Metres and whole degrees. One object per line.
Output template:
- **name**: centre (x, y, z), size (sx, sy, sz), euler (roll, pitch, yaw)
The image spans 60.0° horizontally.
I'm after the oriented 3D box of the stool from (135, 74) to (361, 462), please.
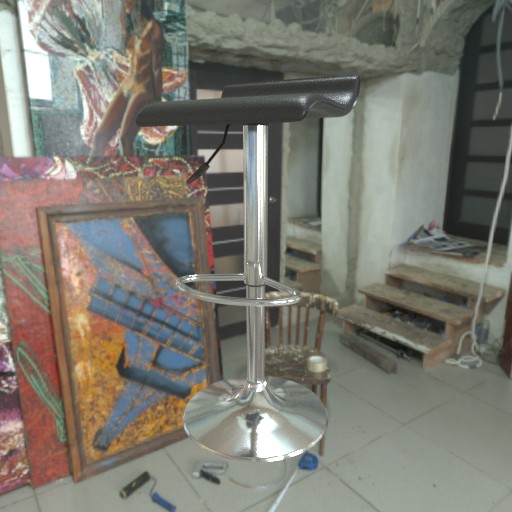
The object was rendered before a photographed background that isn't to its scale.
- **stool**: centre (0.000, 0.000, 1.070), size (0.381, 0.851, 0.381), euler (7, 15, 25)
